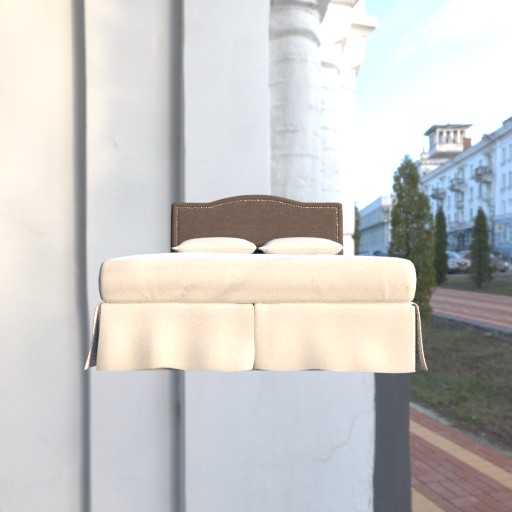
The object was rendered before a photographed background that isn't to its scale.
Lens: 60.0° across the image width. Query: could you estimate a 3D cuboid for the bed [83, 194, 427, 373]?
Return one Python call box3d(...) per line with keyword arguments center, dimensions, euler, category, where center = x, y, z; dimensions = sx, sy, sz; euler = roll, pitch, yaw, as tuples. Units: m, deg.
box3d(center=(0.000, 0.000, 4.066), dimensions=(2.161, 1.457, 2.689), euler=(0, 0, 0), category="bed")
